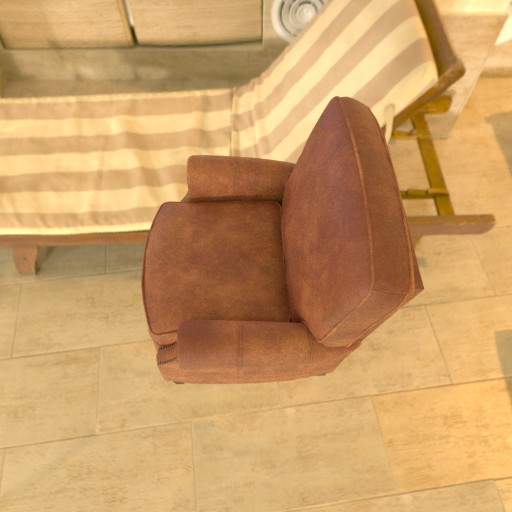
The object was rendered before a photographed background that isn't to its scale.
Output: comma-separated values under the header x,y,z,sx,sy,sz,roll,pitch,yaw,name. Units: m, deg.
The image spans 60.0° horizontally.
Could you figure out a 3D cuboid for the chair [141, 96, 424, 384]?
x,y,z,sx,sy,sz,roll,pitch,yaw,name
0.000,0.000,1.777,0.986,1.018,0.936,-2,59,-1,chair
